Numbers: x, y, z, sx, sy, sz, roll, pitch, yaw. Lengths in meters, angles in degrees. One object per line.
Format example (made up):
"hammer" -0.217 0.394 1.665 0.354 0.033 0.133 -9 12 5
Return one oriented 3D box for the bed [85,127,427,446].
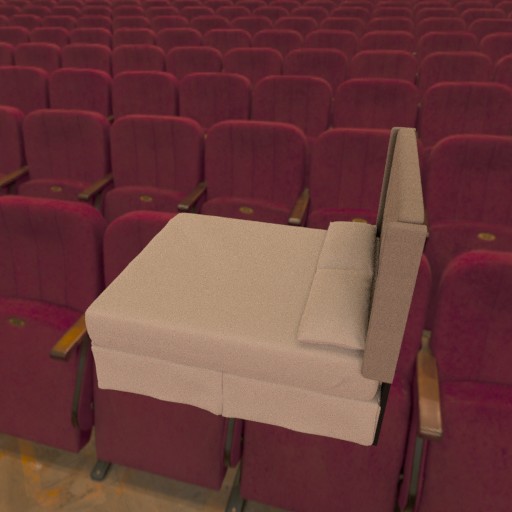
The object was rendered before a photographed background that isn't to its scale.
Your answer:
"bed" 0.000 0.000 3.333 2.066 1.665 1.719 8 33 13
